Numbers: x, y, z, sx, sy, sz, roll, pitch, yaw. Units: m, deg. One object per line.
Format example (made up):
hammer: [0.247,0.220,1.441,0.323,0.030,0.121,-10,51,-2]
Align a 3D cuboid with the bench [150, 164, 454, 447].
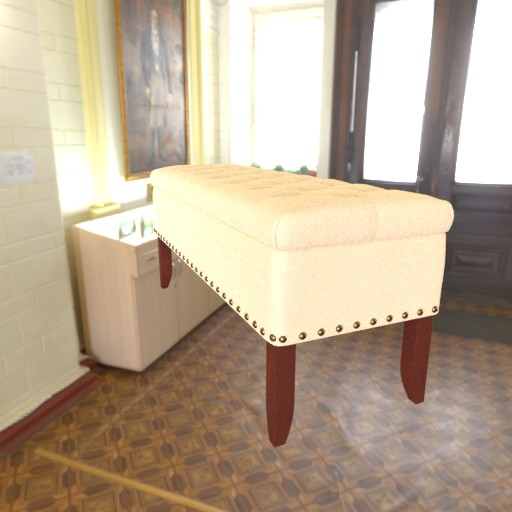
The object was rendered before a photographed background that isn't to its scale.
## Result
bench: [0.000,0.000,1.291,0.400,0.470,1.054,-7,17,-23]
